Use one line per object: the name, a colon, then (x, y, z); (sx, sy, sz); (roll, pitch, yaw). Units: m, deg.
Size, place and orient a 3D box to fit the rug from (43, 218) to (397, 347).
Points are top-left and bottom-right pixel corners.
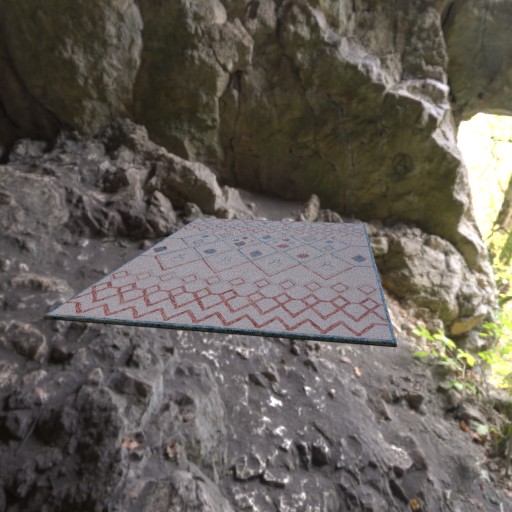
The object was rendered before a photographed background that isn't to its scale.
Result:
rug: (0.000, 0.000, 2.341); (1.219, 0.016, 1.829); (3, 16, 10)
